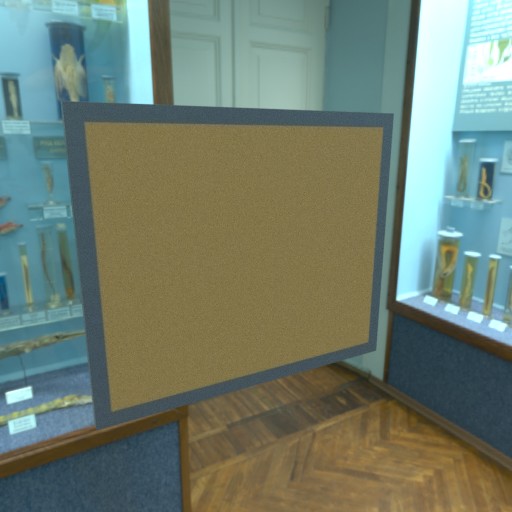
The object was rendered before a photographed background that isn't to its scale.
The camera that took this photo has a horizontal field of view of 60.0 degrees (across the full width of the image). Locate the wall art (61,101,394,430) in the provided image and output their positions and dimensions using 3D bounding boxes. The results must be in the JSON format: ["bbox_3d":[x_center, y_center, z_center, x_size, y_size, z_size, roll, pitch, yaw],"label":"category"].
[{"bbox_3d":[0.000,0.000,0.883,0.660,0.558,0.026,-8,16,-27],"label":"wall art"}]
